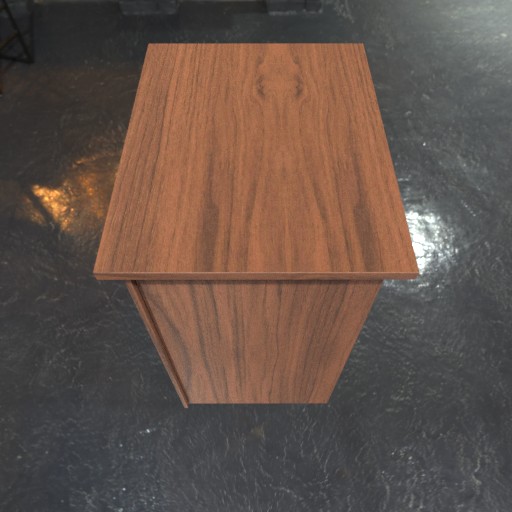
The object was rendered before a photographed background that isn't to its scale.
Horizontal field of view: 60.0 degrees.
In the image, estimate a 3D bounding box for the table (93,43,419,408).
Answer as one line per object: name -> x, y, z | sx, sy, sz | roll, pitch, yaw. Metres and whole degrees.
table -> 0.000, 0.000, 0.914 | 0.381, 0.636, 0.480 | 0, 56, 0
